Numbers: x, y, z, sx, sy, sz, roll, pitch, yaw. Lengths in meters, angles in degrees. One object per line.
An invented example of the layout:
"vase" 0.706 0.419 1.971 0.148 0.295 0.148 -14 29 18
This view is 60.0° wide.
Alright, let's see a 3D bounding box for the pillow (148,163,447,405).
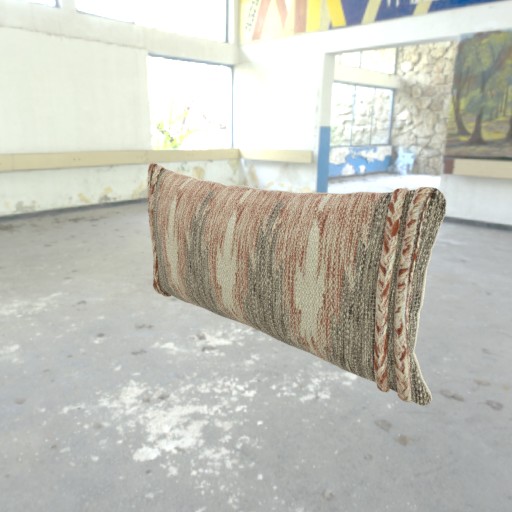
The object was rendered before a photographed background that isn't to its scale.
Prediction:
"pillow" 0.000 0.000 0.747 0.635 0.282 0.139 15 21 42
